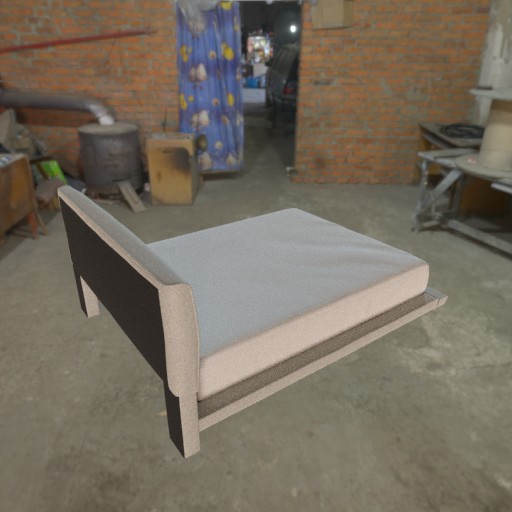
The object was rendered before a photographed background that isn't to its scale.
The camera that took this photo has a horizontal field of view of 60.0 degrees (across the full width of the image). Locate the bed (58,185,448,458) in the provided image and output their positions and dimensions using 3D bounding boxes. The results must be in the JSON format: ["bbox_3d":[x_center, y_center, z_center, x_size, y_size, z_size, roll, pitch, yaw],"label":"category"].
[{"bbox_3d":[0.000,0.000,3.581,2.498,1.126,1.980,-17,30,-32],"label":"bed"}]
